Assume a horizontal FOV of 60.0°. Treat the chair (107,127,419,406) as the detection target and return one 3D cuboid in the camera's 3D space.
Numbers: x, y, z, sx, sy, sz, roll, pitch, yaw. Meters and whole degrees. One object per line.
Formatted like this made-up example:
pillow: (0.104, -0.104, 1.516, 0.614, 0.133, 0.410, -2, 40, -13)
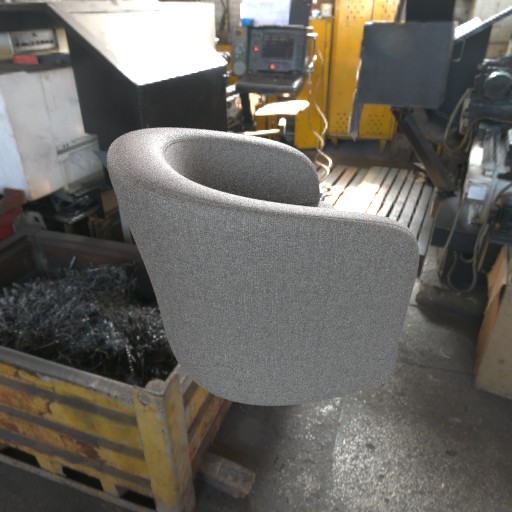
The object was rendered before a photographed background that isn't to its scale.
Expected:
chair: (0.000, 0.000, 1.438, 0.815, 0.771, 0.791, -10, 32, -16)
